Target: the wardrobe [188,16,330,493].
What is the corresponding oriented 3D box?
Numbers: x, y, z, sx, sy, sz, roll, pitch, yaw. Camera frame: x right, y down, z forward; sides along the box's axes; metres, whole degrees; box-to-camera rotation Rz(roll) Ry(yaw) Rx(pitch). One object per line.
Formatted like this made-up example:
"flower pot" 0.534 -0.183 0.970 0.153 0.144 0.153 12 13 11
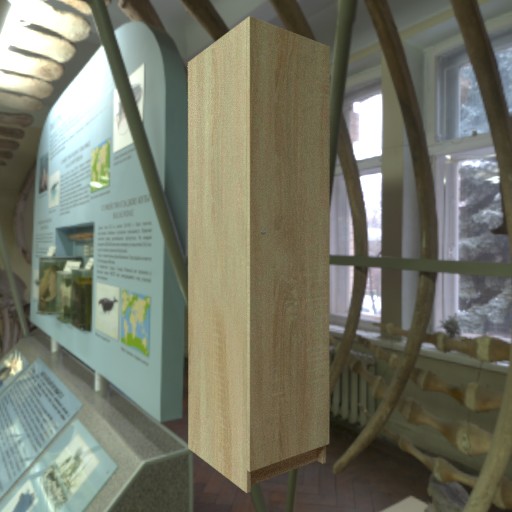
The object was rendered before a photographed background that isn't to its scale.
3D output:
"wardrobe" 0.000 0.000 2.339 0.496 2.117 0.588 0 0 -36
